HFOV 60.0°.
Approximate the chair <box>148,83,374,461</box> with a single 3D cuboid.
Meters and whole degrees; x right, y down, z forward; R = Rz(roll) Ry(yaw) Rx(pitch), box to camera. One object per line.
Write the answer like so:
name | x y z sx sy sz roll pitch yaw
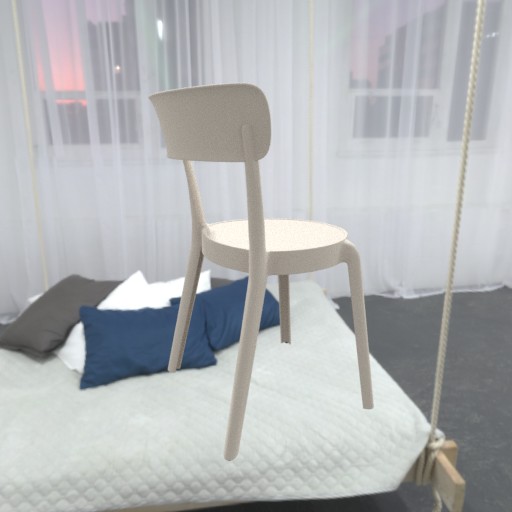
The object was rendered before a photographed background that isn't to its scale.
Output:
chair | 0.000 0.000 1.158 0.491 0.790 0.506 -8 17 -26
